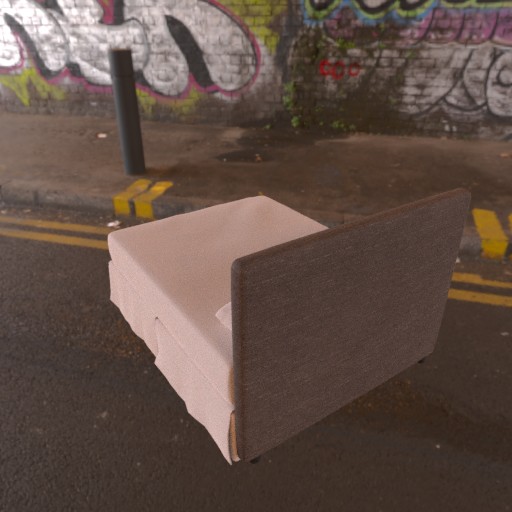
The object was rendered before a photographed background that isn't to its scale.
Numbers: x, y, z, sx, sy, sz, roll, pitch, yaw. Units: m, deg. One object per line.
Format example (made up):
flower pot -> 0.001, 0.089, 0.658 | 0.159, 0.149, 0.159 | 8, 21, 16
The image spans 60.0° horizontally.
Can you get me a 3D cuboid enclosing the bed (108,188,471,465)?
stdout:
bed -> 0.000, 0.000, 3.289 | 1.723, 1.330, 2.142 | -18, 33, -30
